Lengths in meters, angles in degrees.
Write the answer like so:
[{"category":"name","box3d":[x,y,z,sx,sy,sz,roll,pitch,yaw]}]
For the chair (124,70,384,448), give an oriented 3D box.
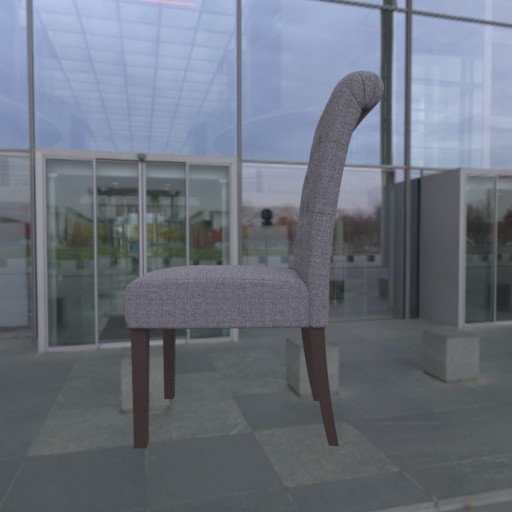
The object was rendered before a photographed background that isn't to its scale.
[{"category":"chair","box3d":[0.000,0.000,1.353,0.671,1.006,0.456,0,2,1]}]
